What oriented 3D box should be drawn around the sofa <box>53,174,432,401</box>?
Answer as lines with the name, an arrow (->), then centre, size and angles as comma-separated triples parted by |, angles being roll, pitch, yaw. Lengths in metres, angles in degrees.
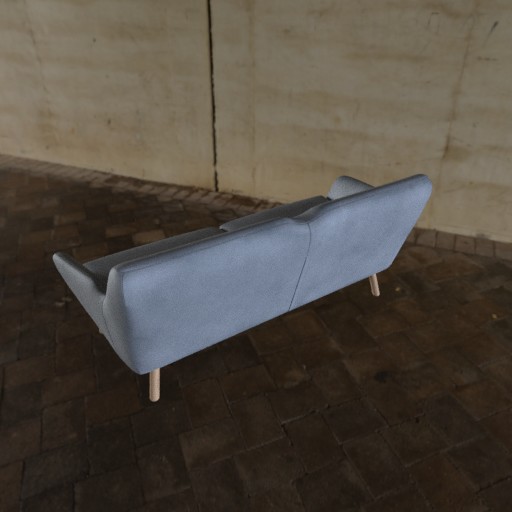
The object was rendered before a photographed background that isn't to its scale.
sofa -> 0.000, 0.000, 2.378 | 1.870, 0.810, 0.850 | -19, 36, -29
